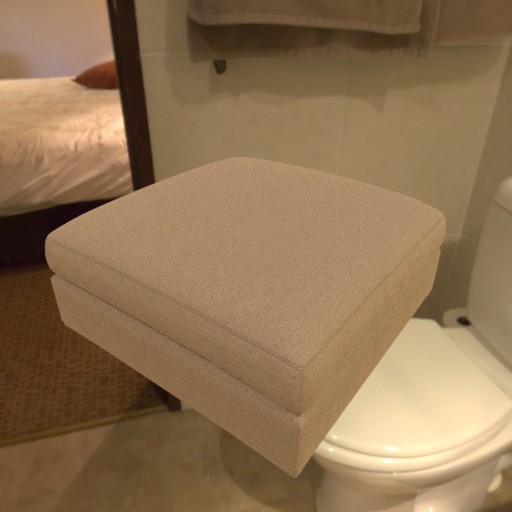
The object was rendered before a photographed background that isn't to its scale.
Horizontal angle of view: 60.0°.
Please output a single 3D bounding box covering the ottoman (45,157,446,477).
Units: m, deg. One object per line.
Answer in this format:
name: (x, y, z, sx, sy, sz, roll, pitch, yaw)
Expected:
ottoman: (0.000, 0.000, 1.596, 1.041, 0.470, 1.041, 21, 36, 31)
